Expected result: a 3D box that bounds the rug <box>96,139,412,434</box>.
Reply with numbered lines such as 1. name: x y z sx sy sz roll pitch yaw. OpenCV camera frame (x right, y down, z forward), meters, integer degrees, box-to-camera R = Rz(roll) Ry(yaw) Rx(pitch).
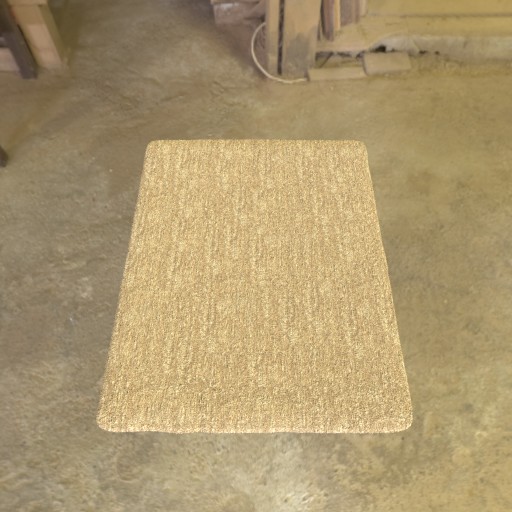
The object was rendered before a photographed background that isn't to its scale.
1. rug: 0.000 0.000 3.804 2.242 0.050 2.873 0 58 0
